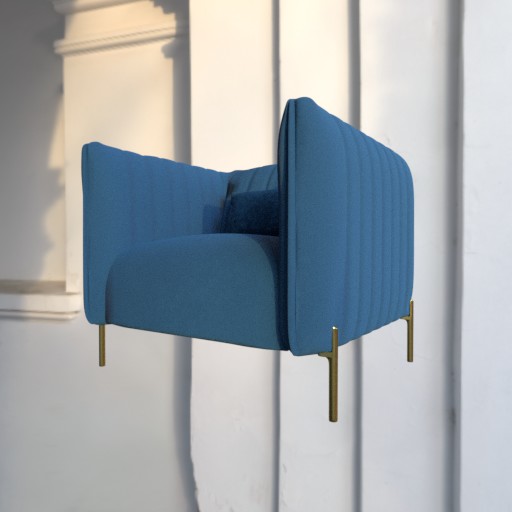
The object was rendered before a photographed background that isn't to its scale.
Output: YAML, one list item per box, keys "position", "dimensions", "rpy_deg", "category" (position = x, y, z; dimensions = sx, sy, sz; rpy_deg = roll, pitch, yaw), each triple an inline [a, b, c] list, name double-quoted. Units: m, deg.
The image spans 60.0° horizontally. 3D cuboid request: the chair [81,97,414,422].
- position: [0.000, 0.000, 1.606]
  dimensions: [0.947, 0.793, 0.877]
  rpy_deg: [1, 1, 34]
  category: "chair"
